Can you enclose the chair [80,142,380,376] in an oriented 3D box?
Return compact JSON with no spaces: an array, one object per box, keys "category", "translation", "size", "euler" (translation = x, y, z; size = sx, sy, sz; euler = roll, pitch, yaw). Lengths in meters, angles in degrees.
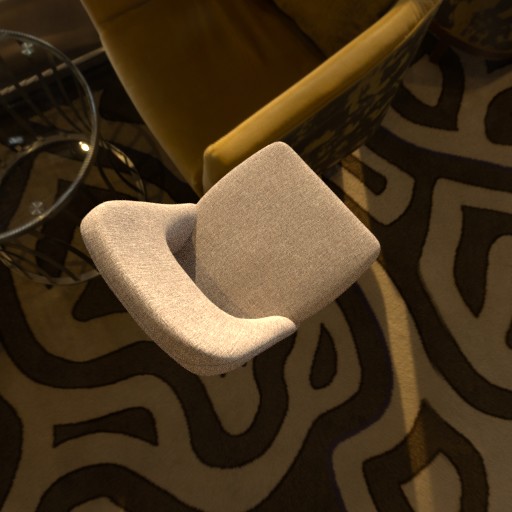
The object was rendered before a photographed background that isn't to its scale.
[{"category":"chair","translation":[0.000,0.000,1.251],"size":[0.612,0.931,0.470],"euler":[-39,79,-9]}]
